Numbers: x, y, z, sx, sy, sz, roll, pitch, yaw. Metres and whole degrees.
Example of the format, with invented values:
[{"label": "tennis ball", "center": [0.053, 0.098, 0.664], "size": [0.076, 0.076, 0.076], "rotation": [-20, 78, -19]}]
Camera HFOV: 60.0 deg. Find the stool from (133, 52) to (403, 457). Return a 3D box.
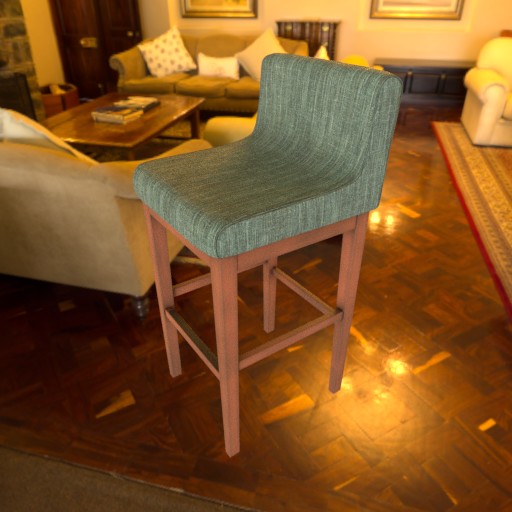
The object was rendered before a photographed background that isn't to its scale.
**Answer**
[{"label": "stool", "center": [0.000, 0.000, 1.217], "size": [0.499, 0.965, 0.426], "rotation": [-20, 37, -29]}]
